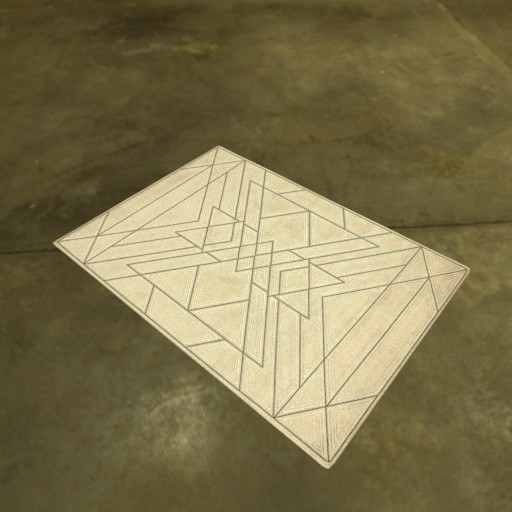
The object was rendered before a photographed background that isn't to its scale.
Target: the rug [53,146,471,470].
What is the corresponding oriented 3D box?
[{"bbox_3d":[0.000,0.000,4.385,3.381,0.026,2.436,32,53,27],"label":"rug"}]
